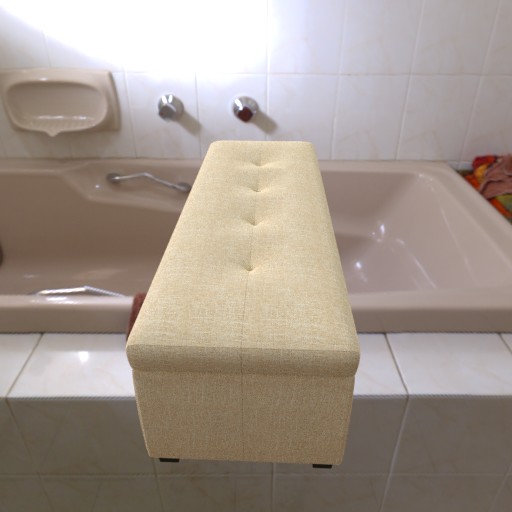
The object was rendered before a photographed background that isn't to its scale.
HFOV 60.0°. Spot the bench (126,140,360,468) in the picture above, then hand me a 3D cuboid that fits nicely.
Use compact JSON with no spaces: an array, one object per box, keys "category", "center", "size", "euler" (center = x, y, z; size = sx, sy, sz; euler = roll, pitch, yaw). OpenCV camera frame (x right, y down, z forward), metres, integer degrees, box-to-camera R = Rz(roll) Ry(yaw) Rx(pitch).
[{"category":"bench","center":[0.000,0.000,1.393],"size":[0.432,0.406,1.219],"euler":[1,31,2]}]
